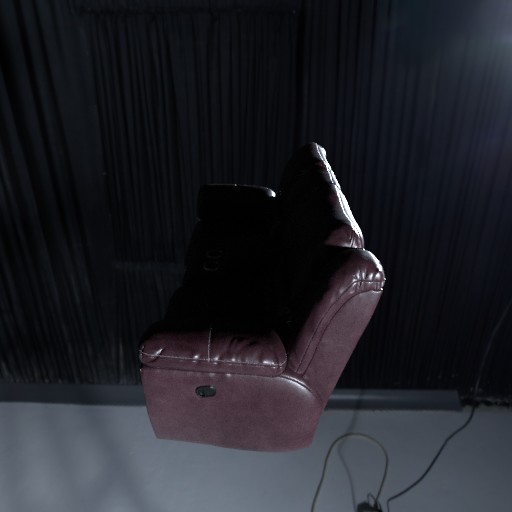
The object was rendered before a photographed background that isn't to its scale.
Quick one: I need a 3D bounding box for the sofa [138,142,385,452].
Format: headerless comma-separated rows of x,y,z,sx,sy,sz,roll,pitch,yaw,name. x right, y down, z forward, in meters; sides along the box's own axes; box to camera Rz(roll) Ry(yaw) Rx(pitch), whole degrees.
0.000,0.000,2.650,0.991,1.043,2.058,0,27,1,sofa
